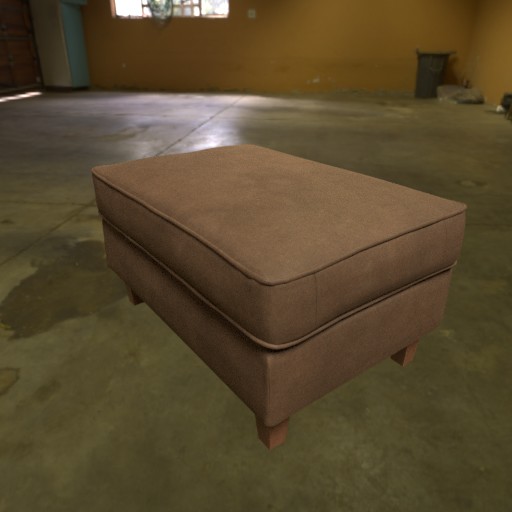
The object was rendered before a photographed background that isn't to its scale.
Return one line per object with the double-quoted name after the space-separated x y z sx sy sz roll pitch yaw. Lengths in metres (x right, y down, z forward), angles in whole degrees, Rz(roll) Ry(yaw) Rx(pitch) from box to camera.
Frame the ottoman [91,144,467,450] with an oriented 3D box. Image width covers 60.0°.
0.000 0.000 1.208 0.596 0.481 0.860 -18 31 -33 "ottoman"
